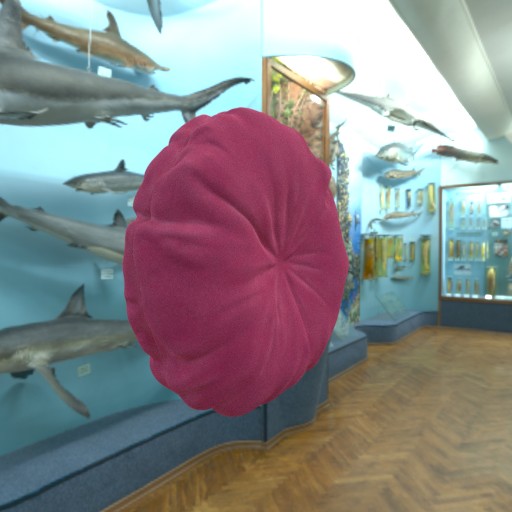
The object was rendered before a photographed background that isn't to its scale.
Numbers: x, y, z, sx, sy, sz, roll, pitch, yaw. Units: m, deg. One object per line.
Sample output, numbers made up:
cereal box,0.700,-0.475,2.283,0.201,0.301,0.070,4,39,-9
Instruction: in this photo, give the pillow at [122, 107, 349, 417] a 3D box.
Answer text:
pillow,0.000,0.000,0.638,0.148,0.407,0.428,1,2,37
